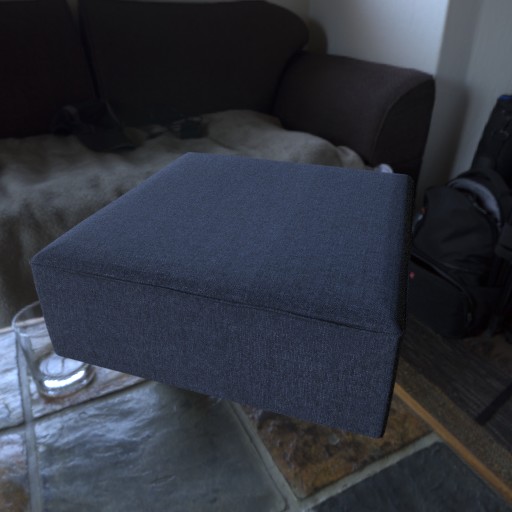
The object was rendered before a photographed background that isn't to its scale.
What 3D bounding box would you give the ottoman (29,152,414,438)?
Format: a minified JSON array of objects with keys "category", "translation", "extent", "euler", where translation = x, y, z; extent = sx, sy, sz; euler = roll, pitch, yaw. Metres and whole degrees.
[{"category":"ottoman","translation":[0.000,0.000,1.568],"extent":[1.017,0.423,1.023],"euler":[10,32,16]}]
